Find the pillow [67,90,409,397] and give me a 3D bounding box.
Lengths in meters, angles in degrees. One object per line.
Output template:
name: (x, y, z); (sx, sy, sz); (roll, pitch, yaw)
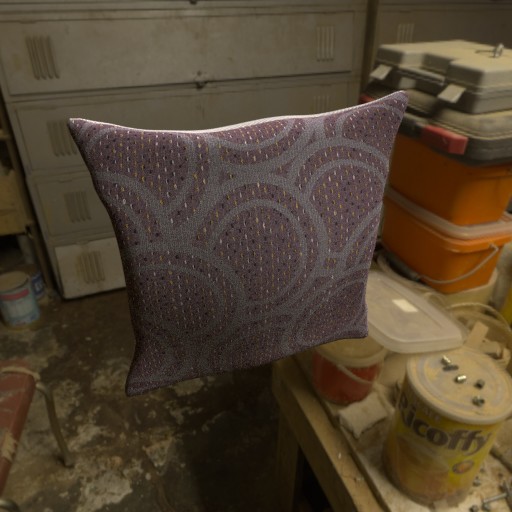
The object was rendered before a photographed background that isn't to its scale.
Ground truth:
pillow: (0.000, 0.000, 0.767); (0.514, 0.513, 0.163); (-10, 33, -16)
